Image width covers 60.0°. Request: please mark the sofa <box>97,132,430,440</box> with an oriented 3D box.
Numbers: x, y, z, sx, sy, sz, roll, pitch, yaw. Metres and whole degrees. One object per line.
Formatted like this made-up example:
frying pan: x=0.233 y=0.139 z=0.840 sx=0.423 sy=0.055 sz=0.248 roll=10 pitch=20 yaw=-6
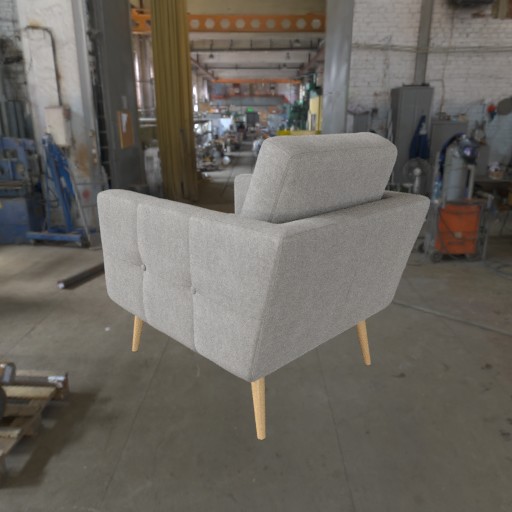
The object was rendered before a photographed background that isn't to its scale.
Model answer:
sofa: x=0.000 y=0.000 z=1.590 sx=0.770 sy=0.860 sz=0.920 roll=-17 pitch=24 yaw=-42
